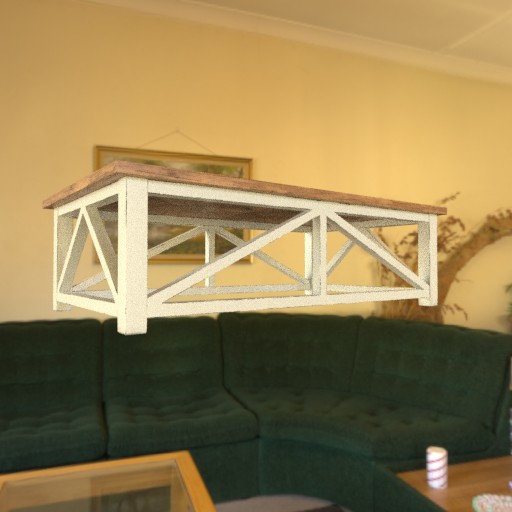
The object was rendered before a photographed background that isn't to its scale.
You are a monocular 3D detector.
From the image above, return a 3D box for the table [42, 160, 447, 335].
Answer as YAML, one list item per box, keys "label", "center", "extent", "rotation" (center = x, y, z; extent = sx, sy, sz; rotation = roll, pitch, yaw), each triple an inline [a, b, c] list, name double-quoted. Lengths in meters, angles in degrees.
- label: "table"
  center: [0.000, 0.000, 1.754]
  extent: [1.400, 0.410, 0.800]
  rotation: [1, -2, -37]
